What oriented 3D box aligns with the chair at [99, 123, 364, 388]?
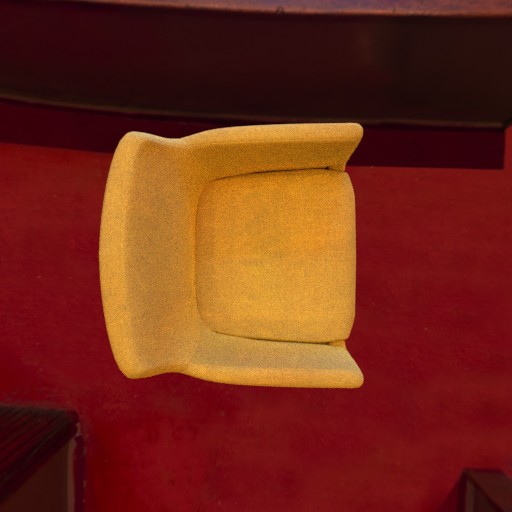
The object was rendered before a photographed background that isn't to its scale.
[{"bbox_3d":[0.000,0.000,1.190,0.570,0.780,0.570,0,90,1],"label":"chair"}]
